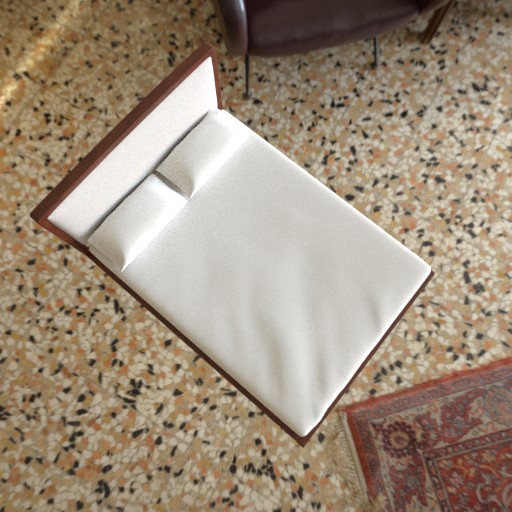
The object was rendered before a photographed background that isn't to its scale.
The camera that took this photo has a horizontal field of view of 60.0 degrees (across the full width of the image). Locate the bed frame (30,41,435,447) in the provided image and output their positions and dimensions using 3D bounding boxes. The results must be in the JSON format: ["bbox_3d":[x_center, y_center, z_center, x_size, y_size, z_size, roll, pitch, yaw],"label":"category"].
[{"bbox_3d":[0.000,0.000,3.176,2.171,1.279,1.587,39,79,9],"label":"bed frame"}]
